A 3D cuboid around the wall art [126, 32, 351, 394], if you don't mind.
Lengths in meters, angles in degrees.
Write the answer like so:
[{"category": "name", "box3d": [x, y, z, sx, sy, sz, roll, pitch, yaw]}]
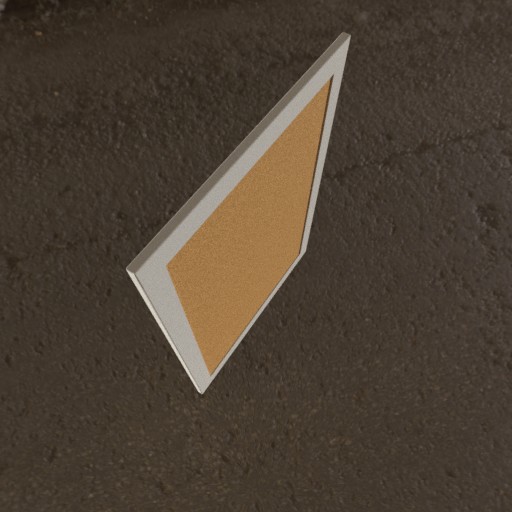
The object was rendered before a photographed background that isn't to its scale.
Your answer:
[{"category": "wall art", "box3d": [0.000, 0.000, 0.678, 0.012, 0.529, 0.374, 31, 67, 15]}]
